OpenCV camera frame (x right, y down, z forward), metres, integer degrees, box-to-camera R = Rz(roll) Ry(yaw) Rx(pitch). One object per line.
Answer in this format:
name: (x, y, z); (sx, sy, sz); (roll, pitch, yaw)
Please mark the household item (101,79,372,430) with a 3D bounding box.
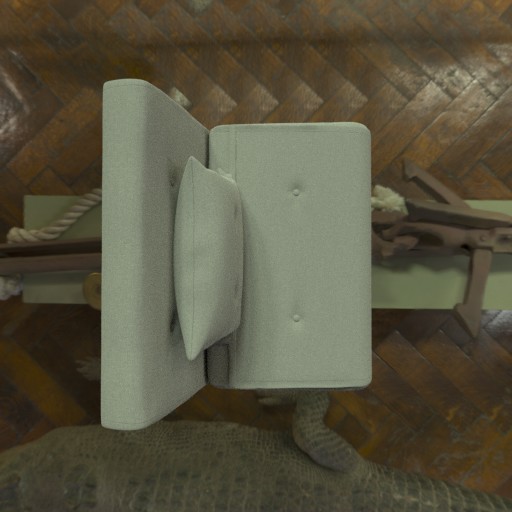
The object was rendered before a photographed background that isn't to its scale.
household item: (0.000, 0.000, 1.607); (0.874, 0.800, 1.000); (0, 89, 0)
